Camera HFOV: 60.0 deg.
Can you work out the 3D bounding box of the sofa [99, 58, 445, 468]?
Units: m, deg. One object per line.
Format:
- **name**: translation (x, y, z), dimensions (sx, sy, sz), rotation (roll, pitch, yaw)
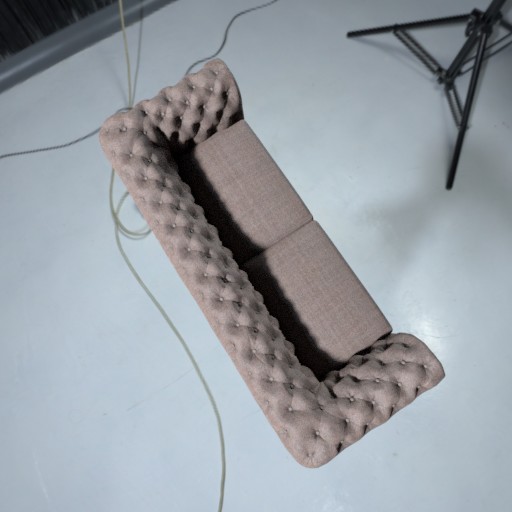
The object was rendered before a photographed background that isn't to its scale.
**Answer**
- **sofa**: translation (0.000, 0.000, 2.842), dimensions (0.944, 0.787, 2.385), rotation (-32, 79, -7)
